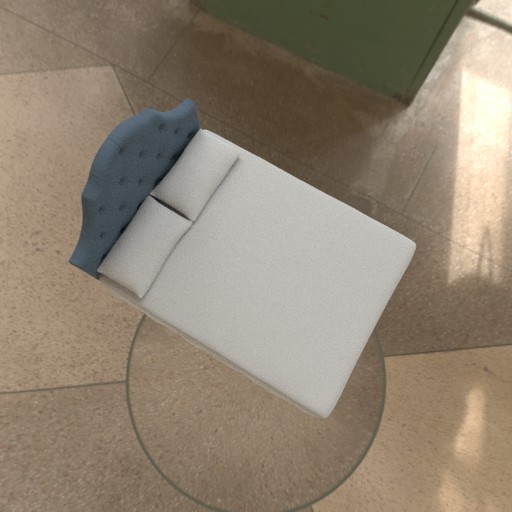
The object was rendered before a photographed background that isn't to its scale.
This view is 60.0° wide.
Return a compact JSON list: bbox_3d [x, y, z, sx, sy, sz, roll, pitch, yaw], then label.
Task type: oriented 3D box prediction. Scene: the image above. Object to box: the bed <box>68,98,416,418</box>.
[{"bbox_3d":[0.000,0.000,3.355,2.155,1.575,1.636,30,77,7],"label":"bed"}]
